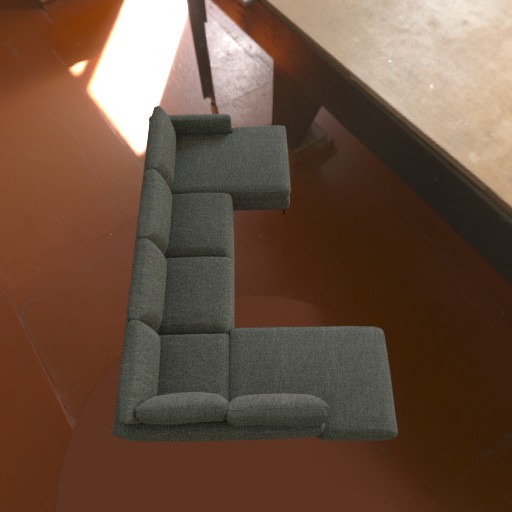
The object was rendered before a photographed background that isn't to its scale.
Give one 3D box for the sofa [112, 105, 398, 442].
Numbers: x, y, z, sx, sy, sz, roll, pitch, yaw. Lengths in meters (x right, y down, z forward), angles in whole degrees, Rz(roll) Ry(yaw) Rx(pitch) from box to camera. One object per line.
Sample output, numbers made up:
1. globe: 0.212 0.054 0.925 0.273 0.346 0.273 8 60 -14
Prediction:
1. sofa: 0.000 0.000 3.549 1.879 0.756 2.737 -1 63 0
